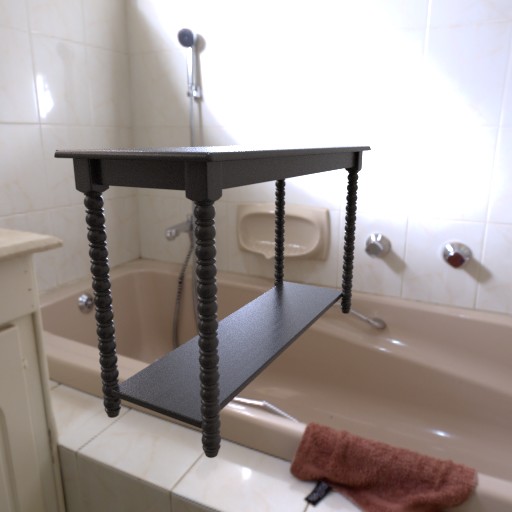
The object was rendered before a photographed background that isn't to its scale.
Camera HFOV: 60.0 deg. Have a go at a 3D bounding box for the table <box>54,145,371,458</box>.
[{"bbox_3d":[0.000,0.000,1.543,0.459,0.735,1.184,8,17,28],"label":"table"}]
